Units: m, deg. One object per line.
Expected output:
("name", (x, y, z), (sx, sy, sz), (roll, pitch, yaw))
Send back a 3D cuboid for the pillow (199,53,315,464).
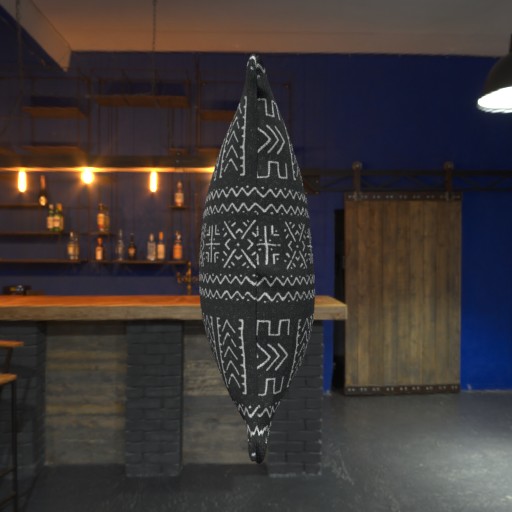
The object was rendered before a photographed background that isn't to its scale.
("pillow", (0.000, 0.000, 0.665), (0.164, 0.430, 0.438), (0, 1, 0))
